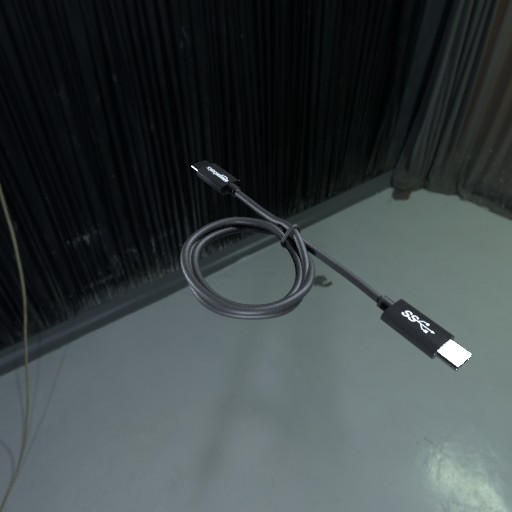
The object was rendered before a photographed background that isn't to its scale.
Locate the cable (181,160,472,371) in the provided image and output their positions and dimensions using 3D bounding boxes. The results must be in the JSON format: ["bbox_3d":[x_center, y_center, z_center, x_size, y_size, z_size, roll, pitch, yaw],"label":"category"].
[{"bbox_3d":[0.000,0.000,0.207,0.070,0.014,0.186,-28,48,-28],"label":"cable"}]
